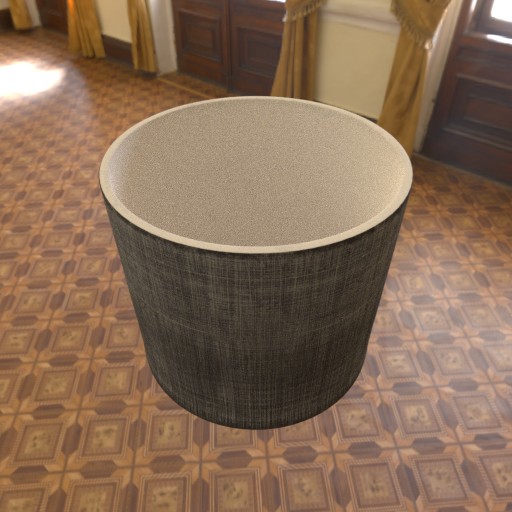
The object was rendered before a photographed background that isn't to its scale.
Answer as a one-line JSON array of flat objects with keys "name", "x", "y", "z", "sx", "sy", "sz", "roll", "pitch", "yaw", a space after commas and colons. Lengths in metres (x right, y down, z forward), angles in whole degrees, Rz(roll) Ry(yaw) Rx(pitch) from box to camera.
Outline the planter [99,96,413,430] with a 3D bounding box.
[{"name": "planter", "x": 0.000, "y": 0.000, "z": 0.311, "sx": 0.178, "sy": 0.157, "sz": 0.178, "roll": 0, "pitch": 41, "yaw": 0}]
